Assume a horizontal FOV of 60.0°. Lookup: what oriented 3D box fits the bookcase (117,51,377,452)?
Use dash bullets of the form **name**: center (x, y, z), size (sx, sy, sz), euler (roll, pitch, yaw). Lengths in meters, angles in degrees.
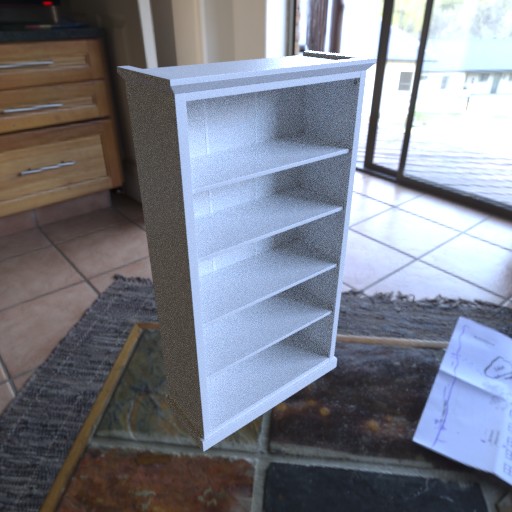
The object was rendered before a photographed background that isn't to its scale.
- **bookcase**: center (0.000, 0.000, 2.331), size (1.050, 1.880, 0.432), euler (-21, 36, -32)
